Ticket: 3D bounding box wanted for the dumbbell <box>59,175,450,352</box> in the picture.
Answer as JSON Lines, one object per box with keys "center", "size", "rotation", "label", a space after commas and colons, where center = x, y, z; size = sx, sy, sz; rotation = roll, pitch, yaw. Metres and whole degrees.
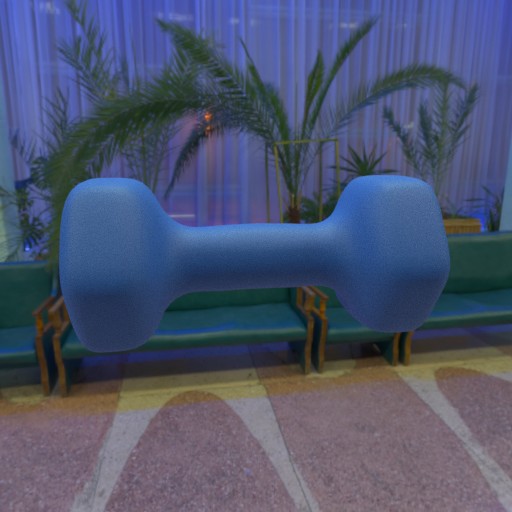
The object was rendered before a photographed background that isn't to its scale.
{"center": [0.000, 0.000, 0.265], "size": [0.212, 0.093, 0.103], "rotation": [-2, 14, -8], "label": "dumbbell"}
